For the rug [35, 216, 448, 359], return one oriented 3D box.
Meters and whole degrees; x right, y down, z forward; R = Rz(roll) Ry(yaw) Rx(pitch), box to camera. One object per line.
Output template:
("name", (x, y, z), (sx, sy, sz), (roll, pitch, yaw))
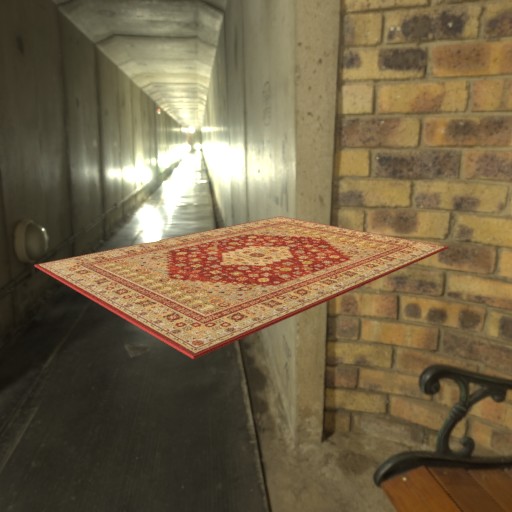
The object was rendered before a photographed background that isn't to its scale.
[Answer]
("rug", (0.000, 0.000, 2.896), (2.211, 0.013, 1.593), (-15, 22, -43))
